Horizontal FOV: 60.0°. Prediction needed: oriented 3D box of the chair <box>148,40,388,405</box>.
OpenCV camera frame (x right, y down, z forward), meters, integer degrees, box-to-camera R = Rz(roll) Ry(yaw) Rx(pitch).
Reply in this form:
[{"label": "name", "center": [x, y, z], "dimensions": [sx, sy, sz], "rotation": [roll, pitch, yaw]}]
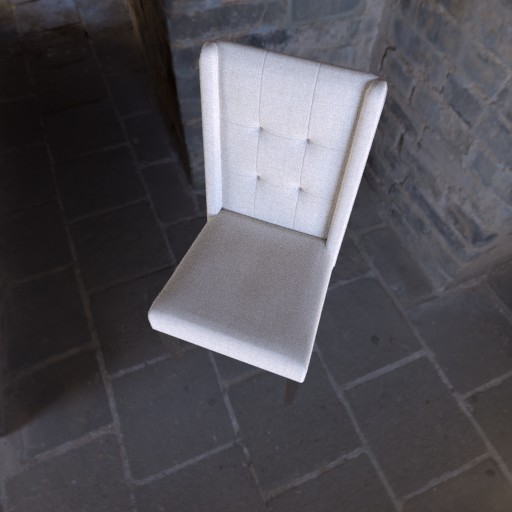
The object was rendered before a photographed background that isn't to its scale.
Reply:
[{"label": "chair", "center": [0.000, 0.000, 1.282], "dimensions": [0.474, 0.961, 0.523], "rotation": [18, 60, 10]}]
